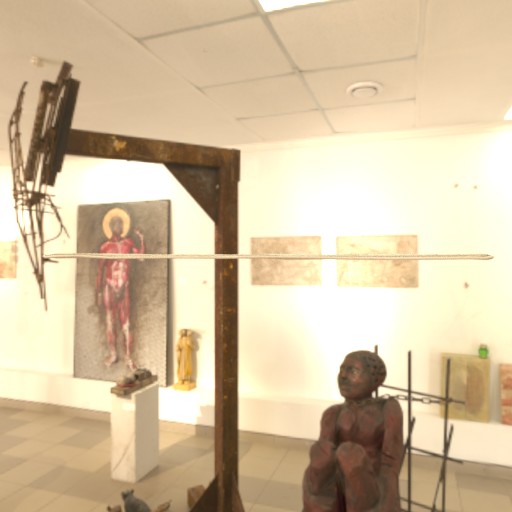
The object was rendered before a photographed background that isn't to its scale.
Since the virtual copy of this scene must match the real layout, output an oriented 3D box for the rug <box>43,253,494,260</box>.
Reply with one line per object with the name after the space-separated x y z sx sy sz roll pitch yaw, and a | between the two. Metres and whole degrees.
0.000 0.000 2.620 2.381 0.036 0.831 0 0 19 | rug
